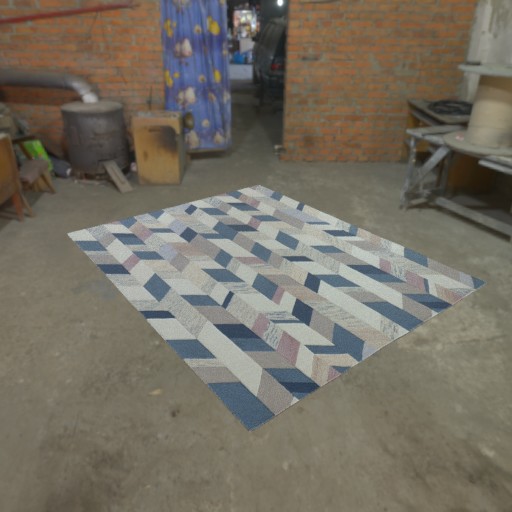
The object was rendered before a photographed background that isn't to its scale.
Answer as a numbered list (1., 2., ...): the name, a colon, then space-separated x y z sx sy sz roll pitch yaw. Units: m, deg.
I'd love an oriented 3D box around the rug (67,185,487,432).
1. rug: 0.000 0.000 4.037 2.451 0.011 3.072 -20 34 -32
